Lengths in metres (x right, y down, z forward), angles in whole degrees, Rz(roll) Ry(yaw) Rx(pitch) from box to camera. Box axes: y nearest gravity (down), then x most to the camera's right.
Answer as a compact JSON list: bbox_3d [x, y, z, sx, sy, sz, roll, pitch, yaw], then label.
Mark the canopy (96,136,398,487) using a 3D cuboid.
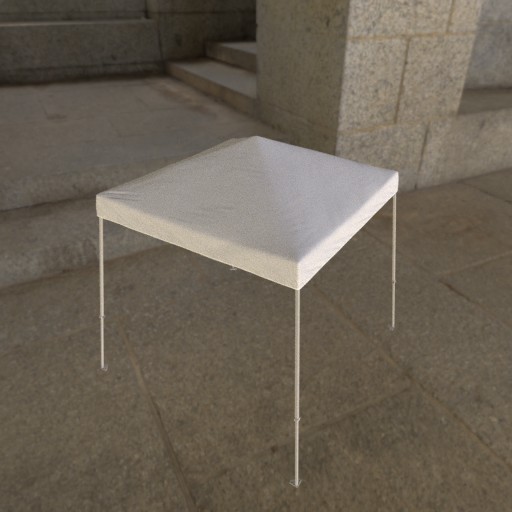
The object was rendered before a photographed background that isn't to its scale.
[{"bbox_3d":[0.000,0.000,6.615,3.600,3.600,3.599,19,36,28],"label":"canopy"}]
